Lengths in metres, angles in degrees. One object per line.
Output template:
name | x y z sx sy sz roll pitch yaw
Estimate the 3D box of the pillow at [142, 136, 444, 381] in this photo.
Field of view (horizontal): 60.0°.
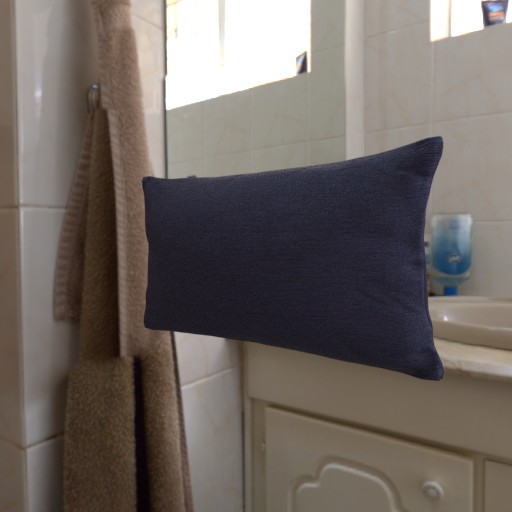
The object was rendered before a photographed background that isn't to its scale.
pillow | 0.000 0.000 0.789 0.633 0.338 0.210 1 2 37
